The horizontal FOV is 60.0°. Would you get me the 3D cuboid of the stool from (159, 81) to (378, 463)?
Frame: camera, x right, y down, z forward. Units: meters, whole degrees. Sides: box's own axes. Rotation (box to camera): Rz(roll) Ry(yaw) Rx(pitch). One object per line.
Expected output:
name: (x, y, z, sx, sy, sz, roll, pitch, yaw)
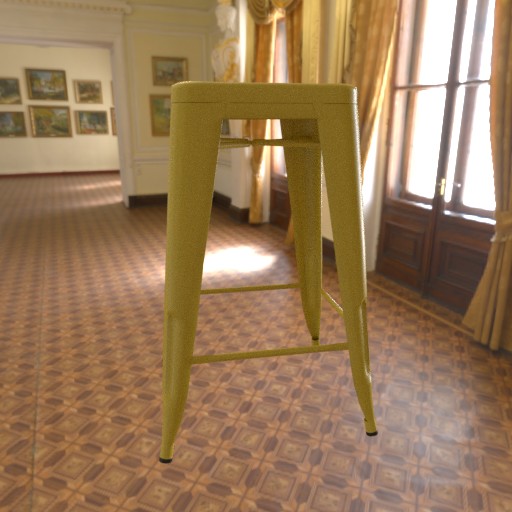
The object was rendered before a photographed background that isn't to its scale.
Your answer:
stool: (0.000, 0.000, 0.858, 0.399, 0.609, 0.359, -3, 17, -10)
